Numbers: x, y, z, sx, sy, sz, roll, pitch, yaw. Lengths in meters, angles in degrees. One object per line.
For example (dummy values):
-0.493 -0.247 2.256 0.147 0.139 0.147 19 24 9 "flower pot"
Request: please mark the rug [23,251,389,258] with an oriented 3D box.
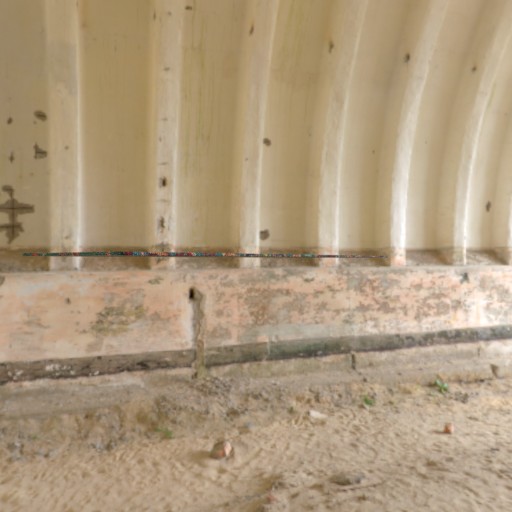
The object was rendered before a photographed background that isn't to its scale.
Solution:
0.000 0.000 2.514 0.686 0.013 2.286 0 -1 38 "rug"
